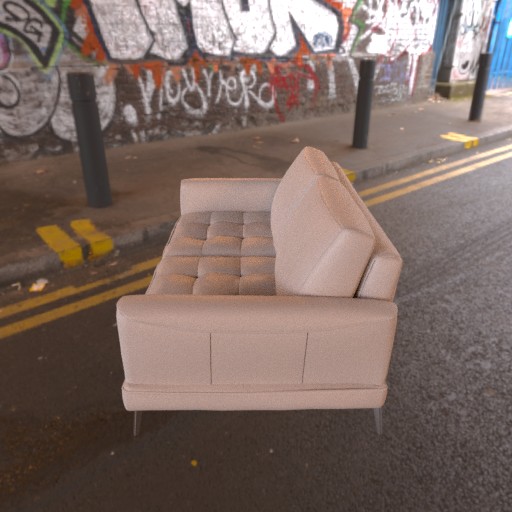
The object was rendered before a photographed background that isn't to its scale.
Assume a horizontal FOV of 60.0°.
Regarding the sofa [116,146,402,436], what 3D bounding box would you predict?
[{"bbox_3d":[0.000,0.000,2.477,1.121,0.930,1.819,0,26,0],"label":"sofa"}]
